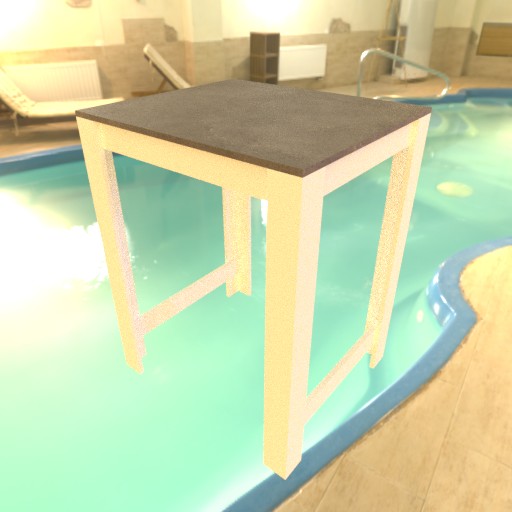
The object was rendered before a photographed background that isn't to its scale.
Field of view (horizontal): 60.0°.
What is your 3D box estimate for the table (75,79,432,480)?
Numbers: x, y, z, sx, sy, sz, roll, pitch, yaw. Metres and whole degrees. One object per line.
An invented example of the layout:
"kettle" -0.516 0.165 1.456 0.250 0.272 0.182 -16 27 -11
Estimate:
"table" 0.000 0.000 1.579 0.800 1.020 0.700 22 38 33
